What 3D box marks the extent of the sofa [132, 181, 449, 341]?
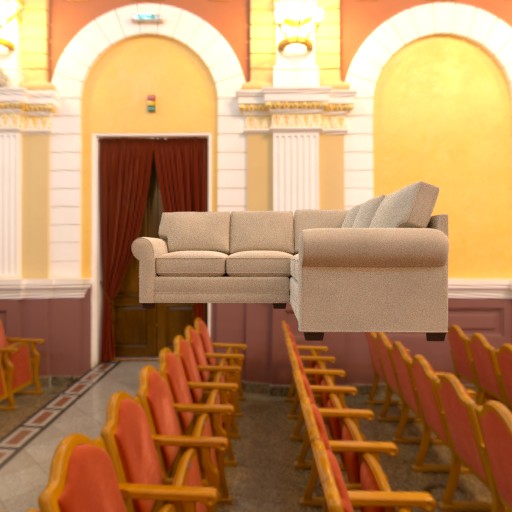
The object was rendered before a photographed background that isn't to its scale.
[{"bbox_3d":[0.000,0.000,3.991,2.487,1.054,2.569,0,1,1],"label":"sofa"}]
